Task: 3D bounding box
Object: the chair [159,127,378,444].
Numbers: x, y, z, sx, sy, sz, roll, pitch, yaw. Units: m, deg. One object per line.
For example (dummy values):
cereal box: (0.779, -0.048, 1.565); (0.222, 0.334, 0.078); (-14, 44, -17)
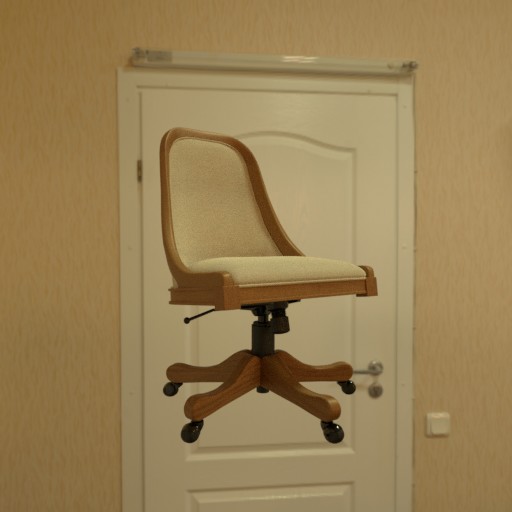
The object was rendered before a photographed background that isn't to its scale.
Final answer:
chair: (0.000, 0.000, 1.517); (0.702, 1.009, 0.811); (-1, 2, -34)
